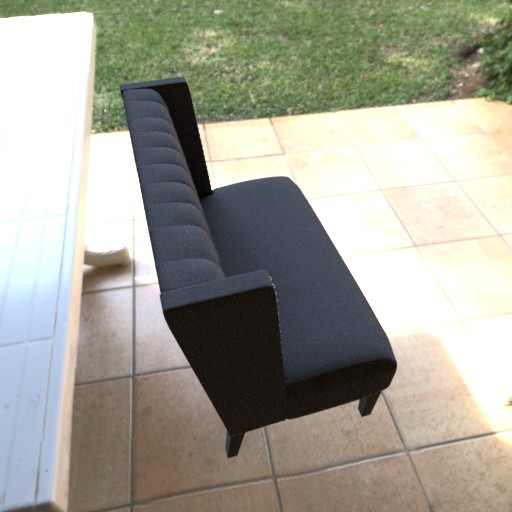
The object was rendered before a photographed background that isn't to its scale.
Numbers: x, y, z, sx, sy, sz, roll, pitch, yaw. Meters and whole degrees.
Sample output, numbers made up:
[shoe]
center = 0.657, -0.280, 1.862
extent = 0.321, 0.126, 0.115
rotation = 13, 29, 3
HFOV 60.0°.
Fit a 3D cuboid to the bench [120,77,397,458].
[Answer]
[bench]
center = 0.000, 0.000, 1.962
extent = 0.842, 1.121, 1.276
rotation = -12, 48, -11
